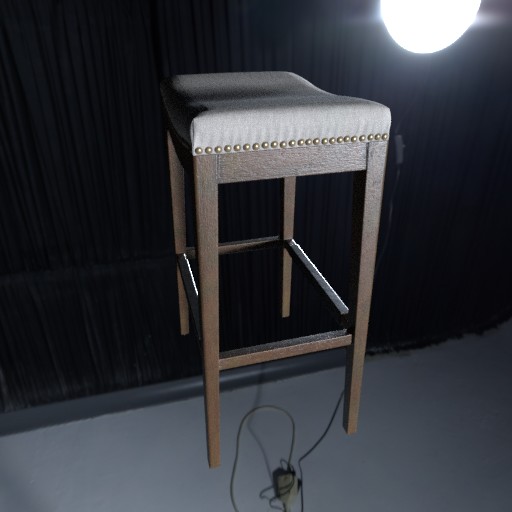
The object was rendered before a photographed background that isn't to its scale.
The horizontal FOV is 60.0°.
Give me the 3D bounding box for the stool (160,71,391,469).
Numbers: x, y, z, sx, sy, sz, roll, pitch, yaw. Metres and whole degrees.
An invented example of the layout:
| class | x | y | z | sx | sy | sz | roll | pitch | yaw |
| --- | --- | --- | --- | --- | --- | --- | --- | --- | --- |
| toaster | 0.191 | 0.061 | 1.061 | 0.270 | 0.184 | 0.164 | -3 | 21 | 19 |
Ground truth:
| class | x | y | z | sx | sy | sz | roll | pitch | yaw |
| --- | --- | --- | --- | --- | --- | --- | --- | --- | --- |
| stool | 0.000 | 0.000 | 1.050 | 0.356 | 0.762 | 0.508 | -8 | 30 | -14 |
